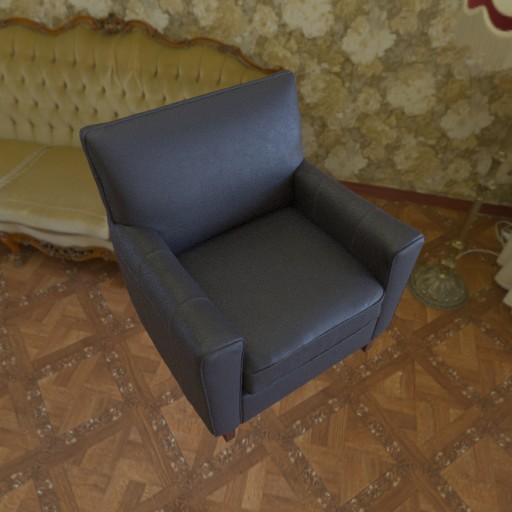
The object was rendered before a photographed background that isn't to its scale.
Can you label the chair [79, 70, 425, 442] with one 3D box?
[{"bbox_3d":[0.000,0.000,1.637,0.870,0.943,0.825,-25,51,-23],"label":"chair"}]
